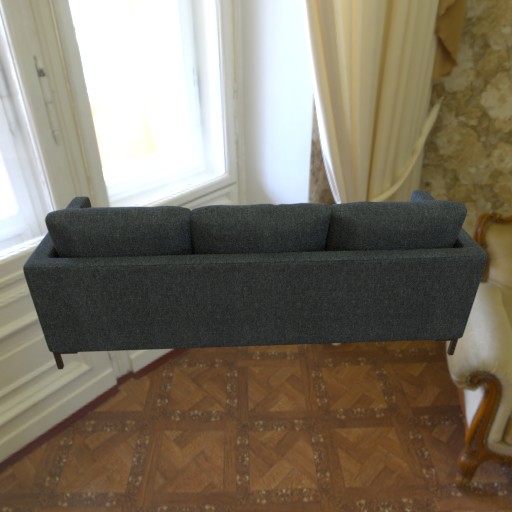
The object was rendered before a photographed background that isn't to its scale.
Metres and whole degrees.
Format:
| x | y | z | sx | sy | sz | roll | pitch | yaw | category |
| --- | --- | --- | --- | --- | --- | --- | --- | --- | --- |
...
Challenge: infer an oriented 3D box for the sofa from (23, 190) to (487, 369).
| x | y | z | sx | sy | sz | roll | pitch | yaw | category |
| --- | --- | --- | --- | --- | --- | --- | --- | --- | --- |
| 0.000 | 0.000 | 2.562 | 2.218 | 0.874 | 0.859 | -1 | 31 | -2 | sofa |
